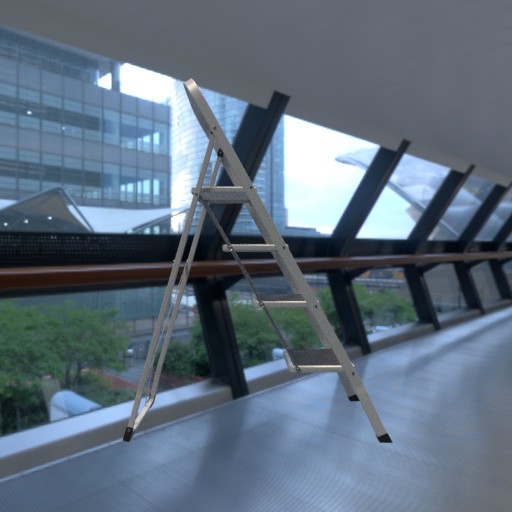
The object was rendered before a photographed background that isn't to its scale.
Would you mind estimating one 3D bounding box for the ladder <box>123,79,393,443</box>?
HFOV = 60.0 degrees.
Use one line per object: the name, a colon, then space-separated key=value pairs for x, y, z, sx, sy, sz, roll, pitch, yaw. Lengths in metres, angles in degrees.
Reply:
ladder: x=0.000 y=0.000 z=1.718 sx=0.914 sy=1.265 sz=0.460 roll=0 pitch=0 yaw=-1
